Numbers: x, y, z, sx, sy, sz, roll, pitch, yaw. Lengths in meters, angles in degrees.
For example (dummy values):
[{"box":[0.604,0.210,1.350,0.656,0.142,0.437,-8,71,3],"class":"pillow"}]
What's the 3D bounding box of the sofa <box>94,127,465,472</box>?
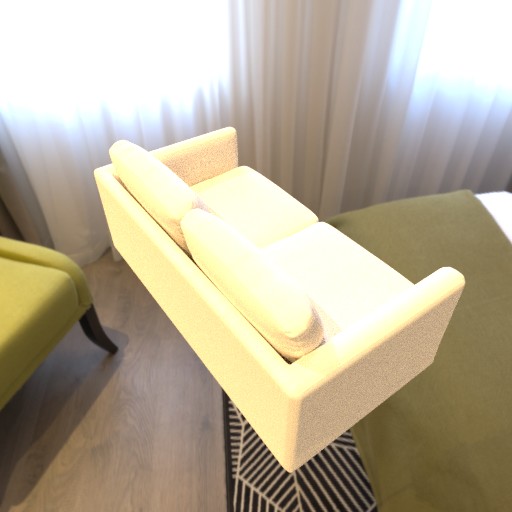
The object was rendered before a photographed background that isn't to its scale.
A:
[{"box":[0.000,0.000,2.237,0.940,0.893,1.713,-26,48,-26],"class":"sofa"}]
